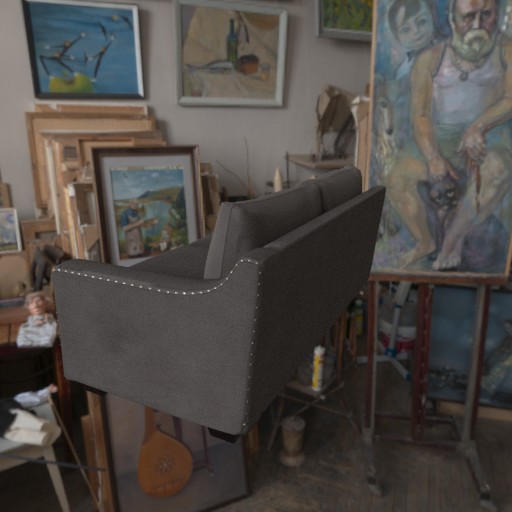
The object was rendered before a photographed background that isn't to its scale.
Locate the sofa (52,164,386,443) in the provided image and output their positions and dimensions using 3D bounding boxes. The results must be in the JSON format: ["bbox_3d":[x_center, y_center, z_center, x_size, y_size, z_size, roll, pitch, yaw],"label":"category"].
[{"bbox_3d":[0.000,0.000,3.283,1.336,1.196,2.550,8,19,26],"label":"sofa"}]
